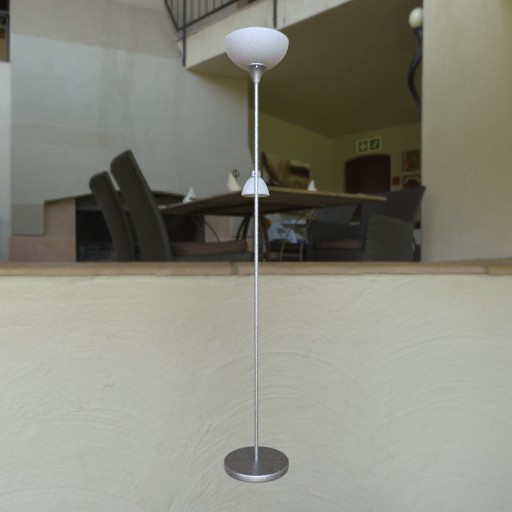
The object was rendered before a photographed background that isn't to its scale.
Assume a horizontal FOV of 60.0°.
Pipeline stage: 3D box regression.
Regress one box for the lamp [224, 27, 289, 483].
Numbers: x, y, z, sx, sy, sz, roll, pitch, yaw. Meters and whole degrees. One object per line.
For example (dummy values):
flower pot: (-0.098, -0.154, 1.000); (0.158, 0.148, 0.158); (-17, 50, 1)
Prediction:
lamp: (0.000, 0.000, 1.964); (0.279, 1.804, 0.425); (0, 1, -1)
